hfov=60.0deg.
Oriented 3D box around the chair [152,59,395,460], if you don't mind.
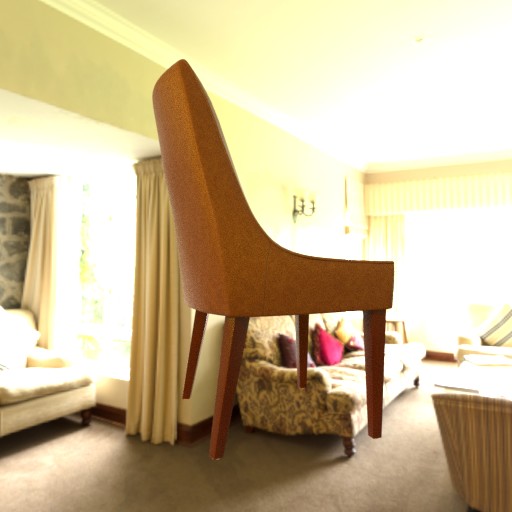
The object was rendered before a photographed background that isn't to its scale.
[{"bbox_3d":[0.000,0.000,1.188,0.544,0.861,0.529,0,-1,-17],"label":"chair"}]
